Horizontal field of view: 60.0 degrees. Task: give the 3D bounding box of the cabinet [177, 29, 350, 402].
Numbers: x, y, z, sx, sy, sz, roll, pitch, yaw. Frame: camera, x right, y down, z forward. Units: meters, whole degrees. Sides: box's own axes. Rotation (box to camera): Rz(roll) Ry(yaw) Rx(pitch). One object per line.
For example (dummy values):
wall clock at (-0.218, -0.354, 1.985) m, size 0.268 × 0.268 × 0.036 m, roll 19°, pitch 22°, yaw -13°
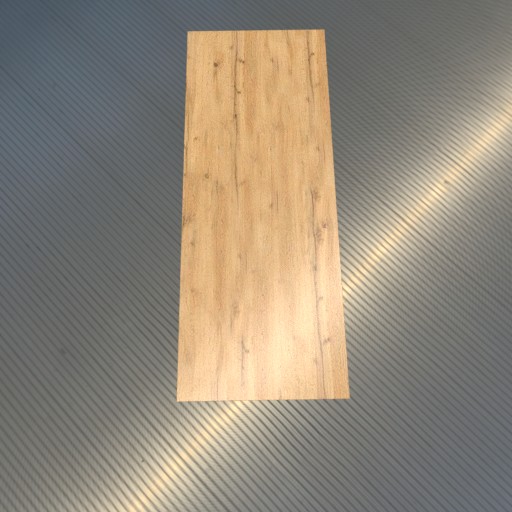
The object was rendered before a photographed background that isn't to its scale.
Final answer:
cabinet at (0.000, 0.000, 1.988) m, size 0.473 × 1.397 × 1.168 m, roll -1°, pitch 75°, yaw 0°
